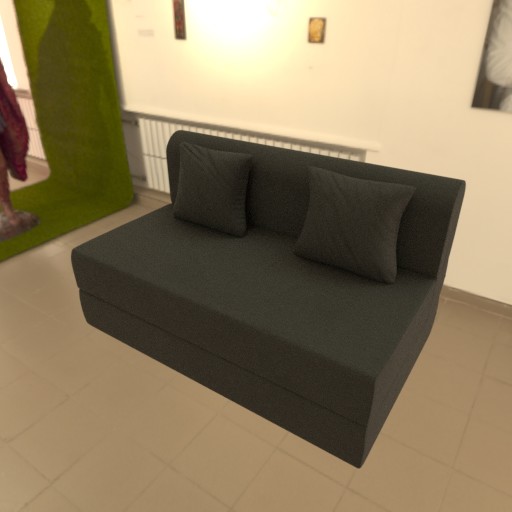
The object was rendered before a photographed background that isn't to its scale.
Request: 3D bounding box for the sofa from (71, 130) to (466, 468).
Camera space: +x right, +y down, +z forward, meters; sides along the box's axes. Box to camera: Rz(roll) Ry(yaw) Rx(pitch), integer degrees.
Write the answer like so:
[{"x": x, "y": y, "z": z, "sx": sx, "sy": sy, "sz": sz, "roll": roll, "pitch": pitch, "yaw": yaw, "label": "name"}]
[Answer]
[{"x": 0.000, "y": 0.000, "z": 1.665, "sx": 1.225, "sy": 0.670, "sz": 0.762, "roll": 18, "pitch": 34, "yaw": 29, "label": "sofa"}]
